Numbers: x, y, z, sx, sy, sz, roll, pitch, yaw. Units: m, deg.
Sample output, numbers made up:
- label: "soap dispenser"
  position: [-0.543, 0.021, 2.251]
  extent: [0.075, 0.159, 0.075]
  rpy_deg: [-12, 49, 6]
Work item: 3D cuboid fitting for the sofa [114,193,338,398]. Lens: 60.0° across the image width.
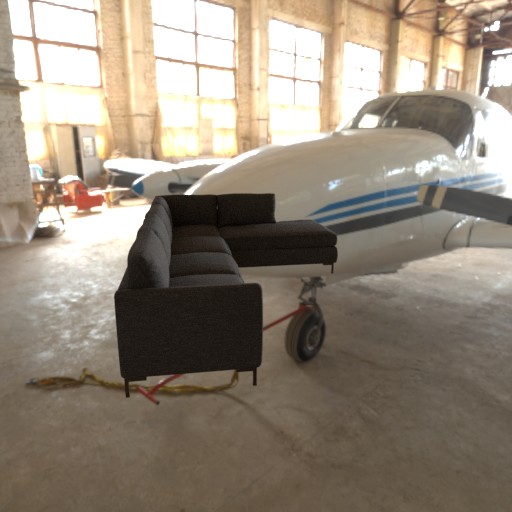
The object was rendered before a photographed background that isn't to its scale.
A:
- label: "sofa"
  position: [0.000, 0.000, 3.899]
  extent: [2.007, 0.815, 2.949]
  rpy_deg: [-2, 15, -9]
